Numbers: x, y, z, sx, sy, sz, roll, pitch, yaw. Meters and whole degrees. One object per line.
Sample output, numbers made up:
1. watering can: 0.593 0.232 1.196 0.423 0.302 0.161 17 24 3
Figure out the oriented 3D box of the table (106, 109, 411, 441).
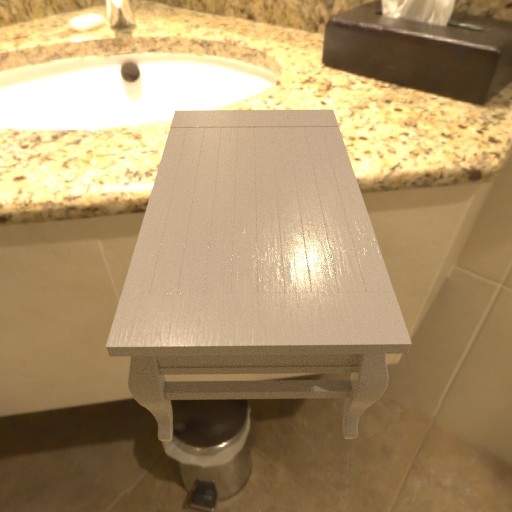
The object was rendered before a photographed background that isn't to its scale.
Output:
1. table: 0.000 0.000 1.405 0.600 0.495 1.062 0 42 0
